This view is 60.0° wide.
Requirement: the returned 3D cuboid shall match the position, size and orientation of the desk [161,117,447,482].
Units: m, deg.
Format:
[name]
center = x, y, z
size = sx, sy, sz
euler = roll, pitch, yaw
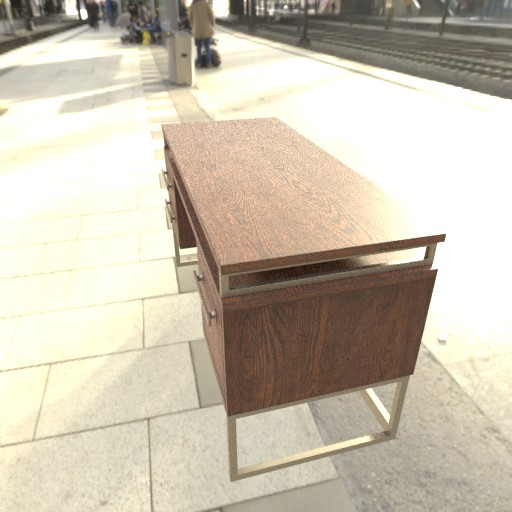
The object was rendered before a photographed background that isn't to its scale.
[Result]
[desk]
center = 0.000, 0.000, 1.821
size = 0.610, 0.792, 1.384
euler = -8, 31, -14
